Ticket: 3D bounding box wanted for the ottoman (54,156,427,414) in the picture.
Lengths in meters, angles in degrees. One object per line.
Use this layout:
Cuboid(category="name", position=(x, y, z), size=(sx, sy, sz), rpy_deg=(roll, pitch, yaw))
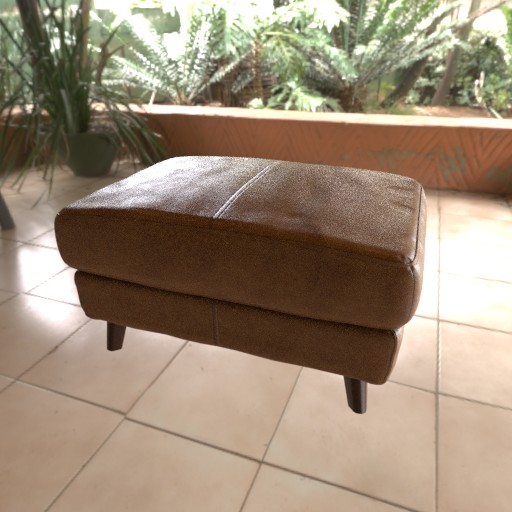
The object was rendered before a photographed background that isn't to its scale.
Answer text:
Cuboid(category="ottoman", position=(0.000, 0.000, 1.249), size=(0.869, 0.461, 0.630), rpy_deg=(9, 27, 18))
